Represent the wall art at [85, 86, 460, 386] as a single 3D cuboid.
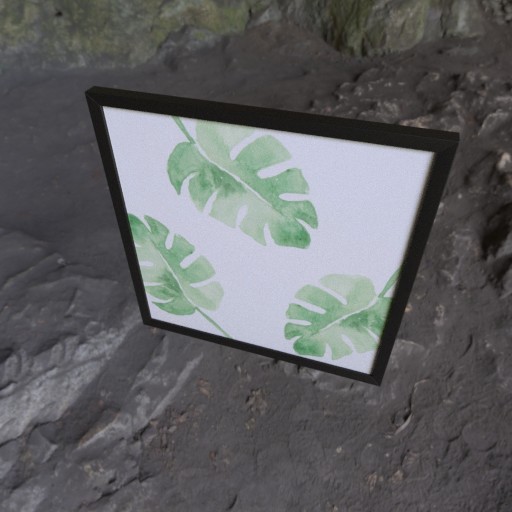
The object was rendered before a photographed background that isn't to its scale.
[{"bbox_3d":[0.000,0.000,1.130,0.765,0.765,0.038,12,42,13],"label":"wall art"}]
